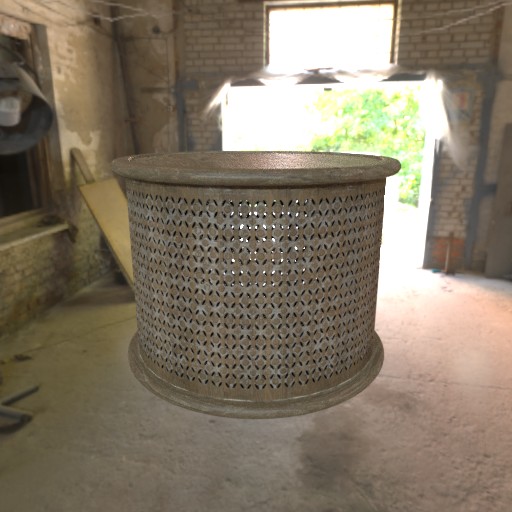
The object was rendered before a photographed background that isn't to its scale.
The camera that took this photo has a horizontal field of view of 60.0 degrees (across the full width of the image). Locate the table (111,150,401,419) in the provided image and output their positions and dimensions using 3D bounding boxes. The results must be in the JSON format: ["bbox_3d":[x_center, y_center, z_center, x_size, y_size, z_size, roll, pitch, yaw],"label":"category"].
[{"bbox_3d":[0.000,0.000,1.030,0.607,0.450,0.607,0,16,0],"label":"table"}]
